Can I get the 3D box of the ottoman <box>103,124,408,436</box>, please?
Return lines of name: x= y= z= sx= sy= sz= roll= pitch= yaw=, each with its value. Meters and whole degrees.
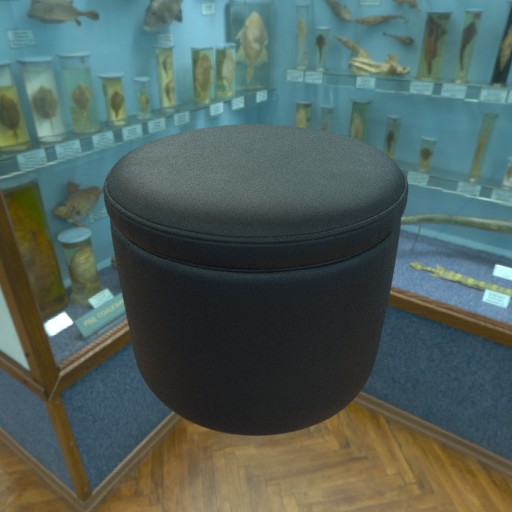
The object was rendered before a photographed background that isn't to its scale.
ottoman: x=0.000 y=0.000 z=0.839 sx=0.501 sy=0.409 sz=0.501 roll=0 pitch=31 yaw=0
